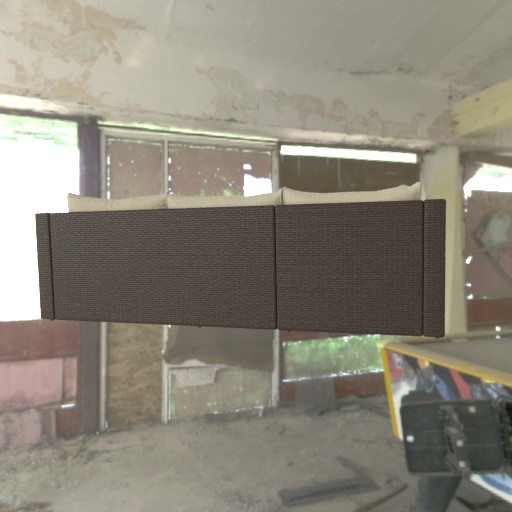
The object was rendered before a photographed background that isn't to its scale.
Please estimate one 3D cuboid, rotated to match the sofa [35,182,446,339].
[{"bbox_3d":[0.000,0.000,3.012,2.192,0.766,1.612,0,0,16],"label":"sofa"}]
